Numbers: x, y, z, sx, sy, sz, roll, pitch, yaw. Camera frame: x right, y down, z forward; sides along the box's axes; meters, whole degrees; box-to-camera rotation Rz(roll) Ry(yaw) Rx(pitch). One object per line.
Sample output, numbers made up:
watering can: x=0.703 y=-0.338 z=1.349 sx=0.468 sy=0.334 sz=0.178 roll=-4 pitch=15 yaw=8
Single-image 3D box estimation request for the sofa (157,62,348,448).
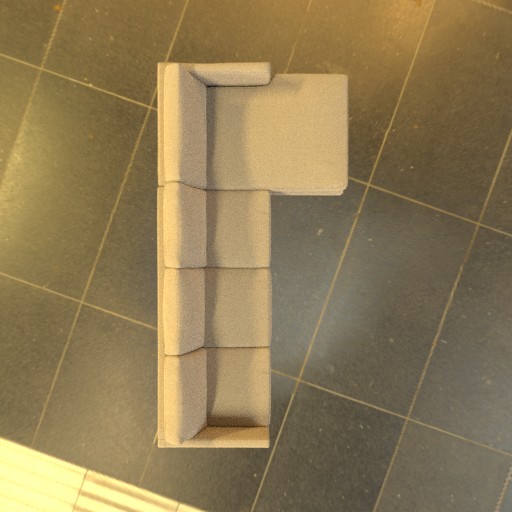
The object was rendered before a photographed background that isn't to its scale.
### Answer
sofa: x=0.000 y=0.000 z=3.873 sx=1.625 sy=0.861 sz=3.186 roll=0 pitch=91 yaw=1
